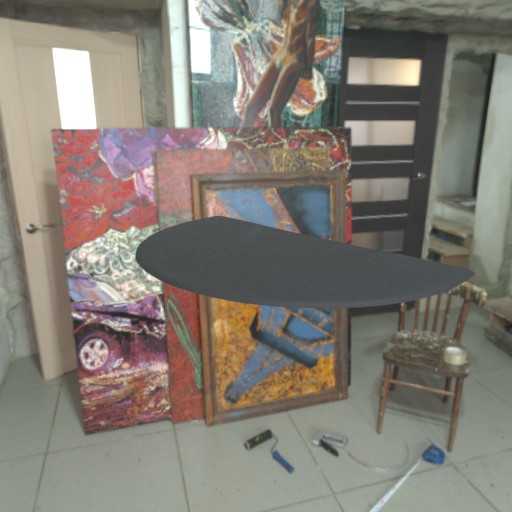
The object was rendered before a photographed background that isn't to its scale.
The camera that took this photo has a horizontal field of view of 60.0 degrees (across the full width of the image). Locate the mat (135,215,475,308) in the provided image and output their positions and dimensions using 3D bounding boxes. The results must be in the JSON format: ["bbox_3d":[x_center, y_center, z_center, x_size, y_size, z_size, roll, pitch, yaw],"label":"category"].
[{"bbox_3d":[0.000,0.000,1.913,1.525,0.016,0.917,16,23,42],"label":"mat"}]
